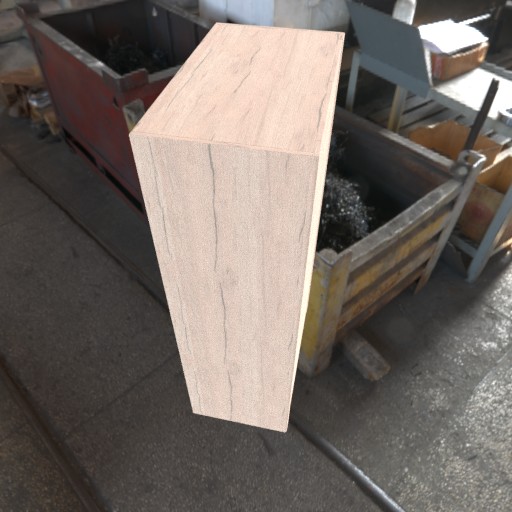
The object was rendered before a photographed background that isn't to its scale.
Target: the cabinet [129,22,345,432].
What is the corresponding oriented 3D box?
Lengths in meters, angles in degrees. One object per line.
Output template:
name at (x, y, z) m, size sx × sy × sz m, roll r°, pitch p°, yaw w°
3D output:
cabinet at (0.000, 0.000, 2.329) m, size 0.580 × 1.930 × 0.980 m, roll 9°, pitch 47°, yaw 8°
